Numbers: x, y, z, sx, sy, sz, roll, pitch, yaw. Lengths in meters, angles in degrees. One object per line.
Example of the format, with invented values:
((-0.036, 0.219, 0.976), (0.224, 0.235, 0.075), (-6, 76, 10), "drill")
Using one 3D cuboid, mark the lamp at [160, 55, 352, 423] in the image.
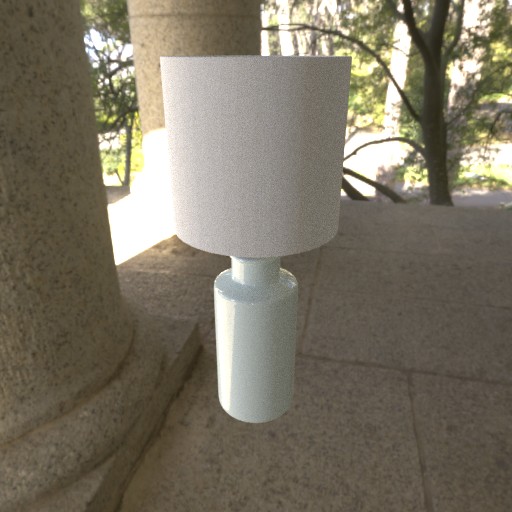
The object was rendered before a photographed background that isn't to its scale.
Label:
((0.000, 0.000, 0.599), (0.212, 0.493, 0.212), (-7, 26, -16), "lamp")
